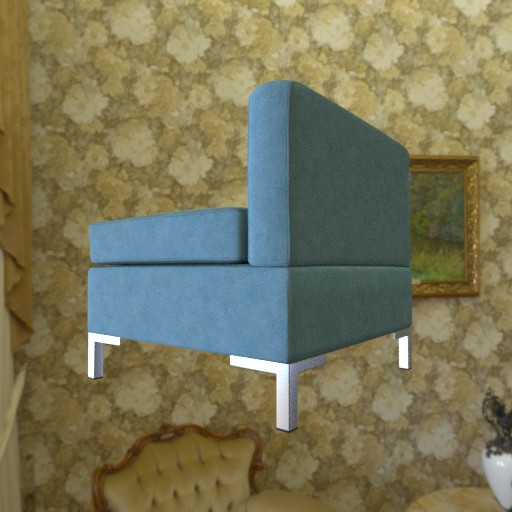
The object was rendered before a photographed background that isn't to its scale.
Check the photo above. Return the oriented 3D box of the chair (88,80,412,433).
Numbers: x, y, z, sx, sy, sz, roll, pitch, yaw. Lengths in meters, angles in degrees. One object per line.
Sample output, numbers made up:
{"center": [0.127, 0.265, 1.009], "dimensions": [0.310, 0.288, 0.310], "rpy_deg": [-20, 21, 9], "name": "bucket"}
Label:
{"center": [0.000, 0.000, 1.261], "dimensions": [0.685, 0.660, 0.684], "rpy_deg": [-1, -2, 38], "name": "chair"}
